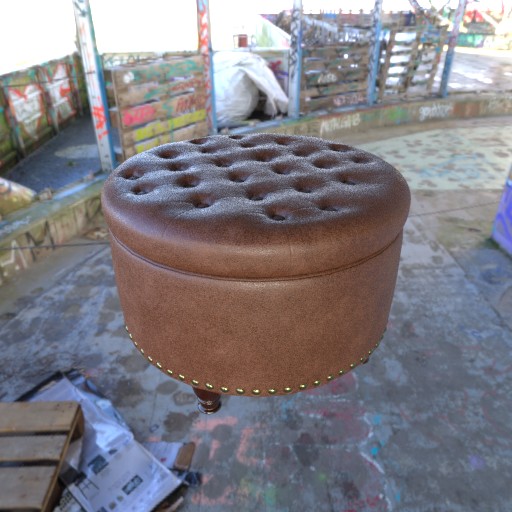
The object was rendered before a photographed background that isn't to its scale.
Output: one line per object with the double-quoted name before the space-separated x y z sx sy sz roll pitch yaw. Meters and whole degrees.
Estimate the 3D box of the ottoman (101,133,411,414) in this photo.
"ottoman" 0.000 0.000 1.040 0.637 0.442 0.637 0 30 0
